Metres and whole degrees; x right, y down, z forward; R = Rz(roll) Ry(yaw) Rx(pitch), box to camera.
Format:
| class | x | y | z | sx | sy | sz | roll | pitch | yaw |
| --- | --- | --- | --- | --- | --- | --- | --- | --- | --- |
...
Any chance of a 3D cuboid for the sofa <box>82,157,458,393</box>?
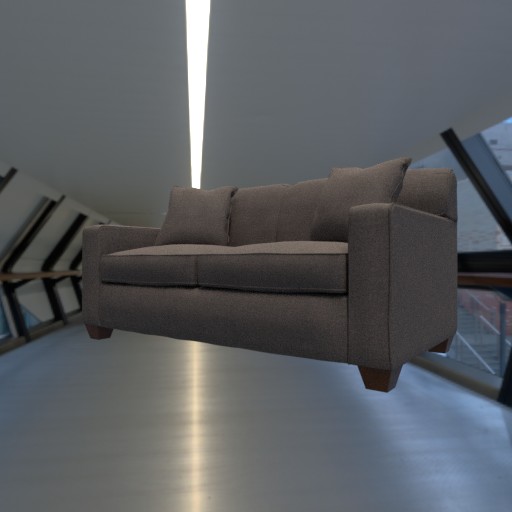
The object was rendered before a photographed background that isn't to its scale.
| class | x | y | z | sx | sy | sz | roll | pitch | yaw |
| --- | --- | --- | --- | --- | --- | --- | --- | --- | --- |
| sofa | 0.000 | 0.000 | 2.398 | 1.846 | 0.958 | 1.000 | 0 | 0 | 37 |
